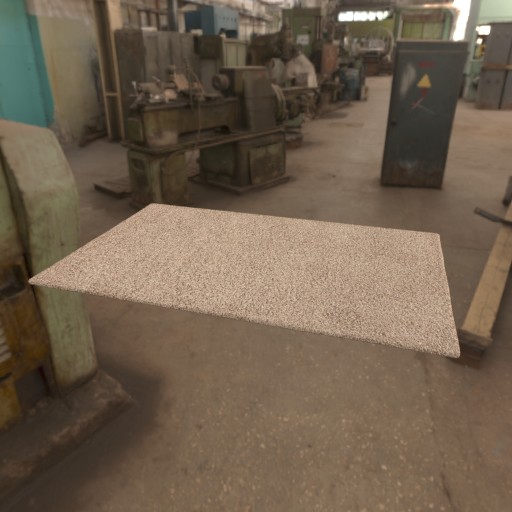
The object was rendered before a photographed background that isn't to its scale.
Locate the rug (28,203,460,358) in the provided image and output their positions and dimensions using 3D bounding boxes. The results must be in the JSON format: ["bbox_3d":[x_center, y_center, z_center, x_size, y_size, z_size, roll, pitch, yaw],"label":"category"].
[{"bbox_3d":[0.000,0.000,3.022,2.438,0.030,1.524,7,26,15],"label":"rug"}]
